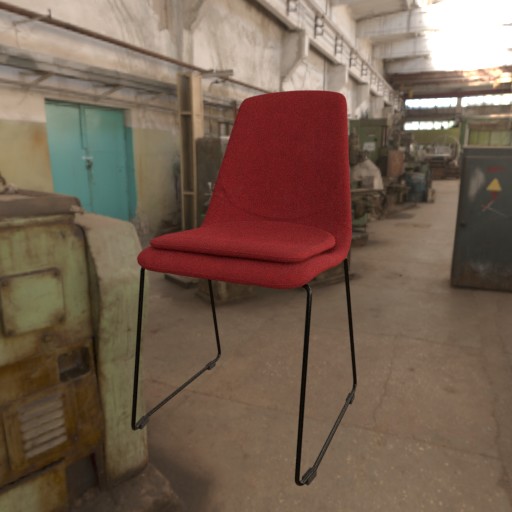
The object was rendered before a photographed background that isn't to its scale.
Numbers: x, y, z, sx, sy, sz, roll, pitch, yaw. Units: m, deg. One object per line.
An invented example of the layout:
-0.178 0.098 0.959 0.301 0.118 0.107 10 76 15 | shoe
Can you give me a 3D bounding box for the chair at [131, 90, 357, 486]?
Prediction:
0.000 0.000 1.138 0.479 0.858 0.518 6 15 25 | chair
